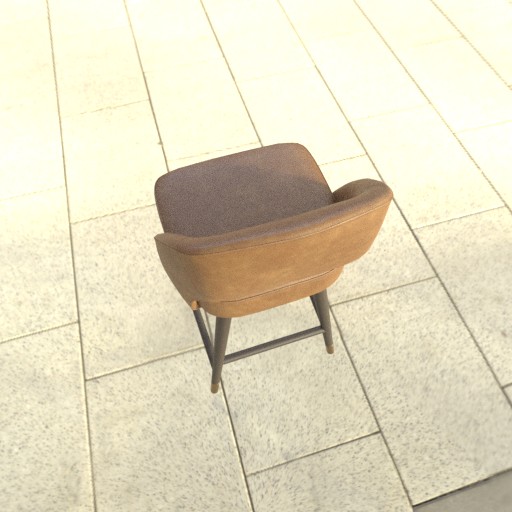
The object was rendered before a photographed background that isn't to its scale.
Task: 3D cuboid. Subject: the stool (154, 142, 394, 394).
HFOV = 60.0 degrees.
[{"bbox_3d":[0.000,0.000,1.225,0.494,0.940,0.509,-16,61,-9],"label":"stool"}]
